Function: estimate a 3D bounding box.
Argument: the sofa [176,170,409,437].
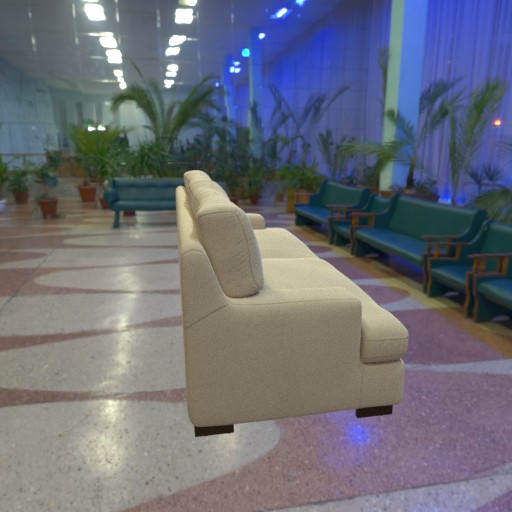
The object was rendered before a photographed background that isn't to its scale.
[{"bbox_3d":[0.000,0.000,2.711,0.929,0.925,2.147,-3,15,-10],"label":"sofa"}]
